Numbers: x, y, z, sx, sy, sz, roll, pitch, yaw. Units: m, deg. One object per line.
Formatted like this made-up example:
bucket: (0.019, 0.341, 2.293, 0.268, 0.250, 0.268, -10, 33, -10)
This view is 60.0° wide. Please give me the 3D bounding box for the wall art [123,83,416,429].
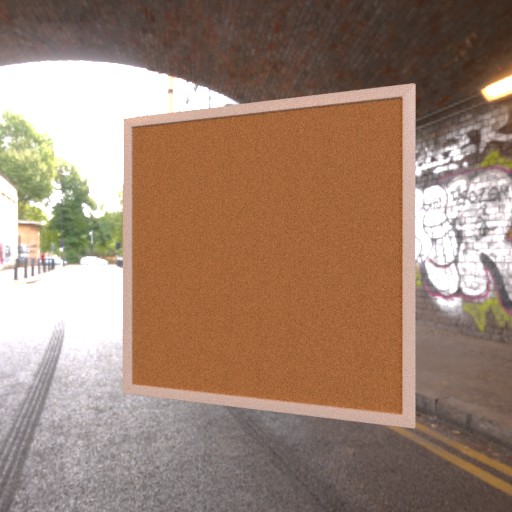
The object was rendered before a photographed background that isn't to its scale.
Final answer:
wall art: (0.000, 0.000, 0.751, 0.508, 0.508, 0.038, 0, 0, 19)
